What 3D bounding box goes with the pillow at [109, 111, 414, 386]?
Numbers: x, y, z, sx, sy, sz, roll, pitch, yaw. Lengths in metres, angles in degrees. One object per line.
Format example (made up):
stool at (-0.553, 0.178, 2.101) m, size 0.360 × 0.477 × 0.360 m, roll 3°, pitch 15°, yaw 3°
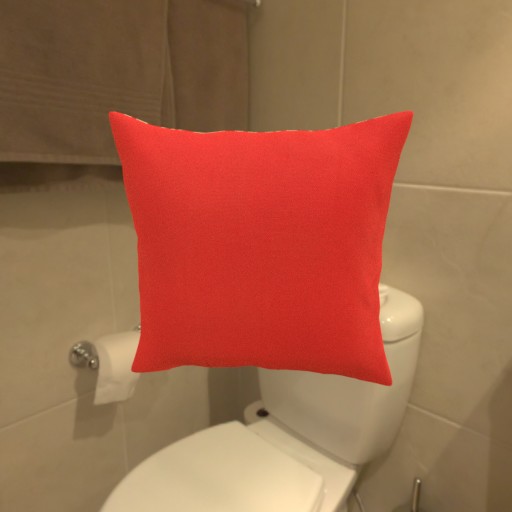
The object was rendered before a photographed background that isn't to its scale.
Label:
pillow at (0.000, 0.000, 0.811) m, size 0.522 × 0.507 × 0.192 m, roll 2°, pitch 15°, yaw 7°
